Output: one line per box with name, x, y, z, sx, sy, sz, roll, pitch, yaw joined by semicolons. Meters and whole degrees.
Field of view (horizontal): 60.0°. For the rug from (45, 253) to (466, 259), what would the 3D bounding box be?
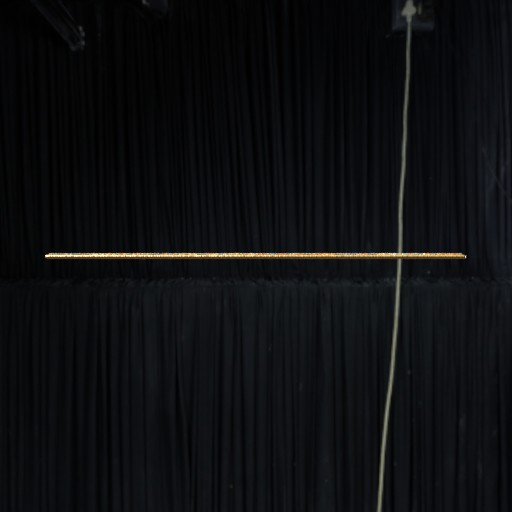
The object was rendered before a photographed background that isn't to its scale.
rug;0.000;0.000;4.073;2.435;0.031;3.040;0;0;0
